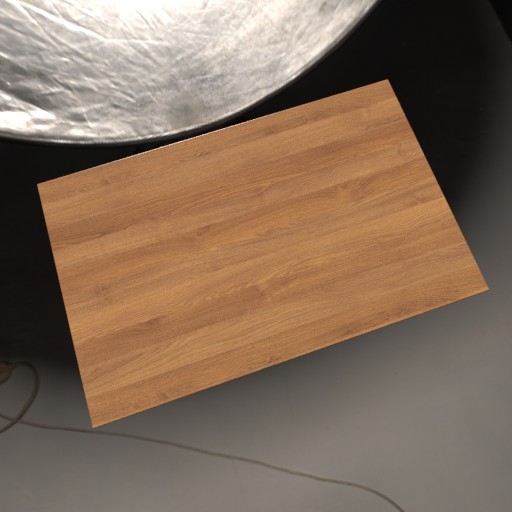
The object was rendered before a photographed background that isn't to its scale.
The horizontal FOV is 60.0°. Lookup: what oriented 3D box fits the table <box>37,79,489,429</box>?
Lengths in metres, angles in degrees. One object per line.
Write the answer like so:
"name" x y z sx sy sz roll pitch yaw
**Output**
"table" 0.000 0.000 1.455 1.100 0.442 0.700 -18 76 -5
